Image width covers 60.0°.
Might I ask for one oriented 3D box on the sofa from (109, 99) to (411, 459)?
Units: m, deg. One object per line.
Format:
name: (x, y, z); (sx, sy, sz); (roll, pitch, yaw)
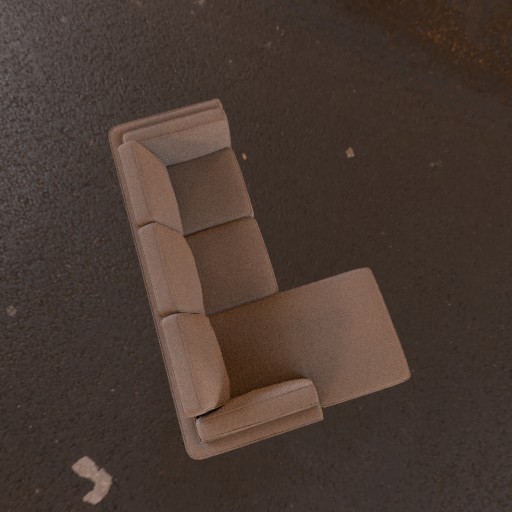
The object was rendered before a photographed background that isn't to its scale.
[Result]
sofa: (0.000, 0.000, 3.317); (1.604, 0.929, 2.411); (-17, 76, -4)
